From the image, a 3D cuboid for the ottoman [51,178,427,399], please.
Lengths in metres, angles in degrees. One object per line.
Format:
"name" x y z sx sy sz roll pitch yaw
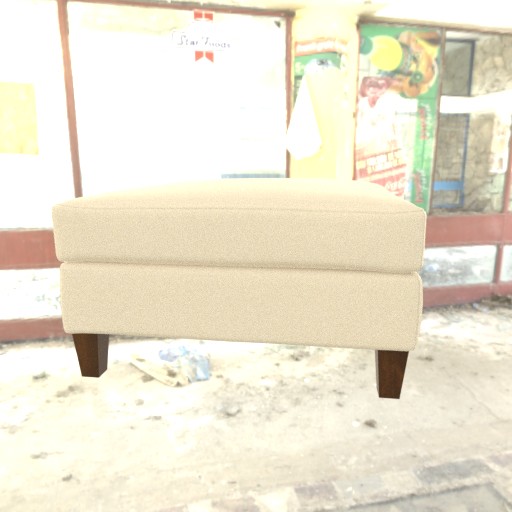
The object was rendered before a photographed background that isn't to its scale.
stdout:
"ottoman" 0.000 0.000 1.367 0.838 0.479 0.838 2 12 8
